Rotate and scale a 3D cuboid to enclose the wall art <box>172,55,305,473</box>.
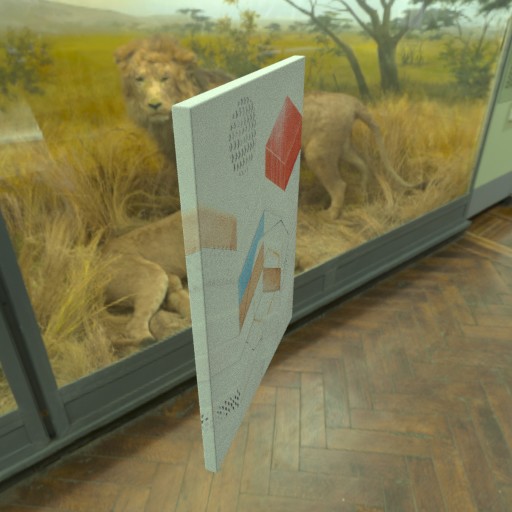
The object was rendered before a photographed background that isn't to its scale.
[{"bbox_3d":[0.000,0.000,1.319,0.045,1.014,0.759,11,32,17],"label":"wall art"}]
